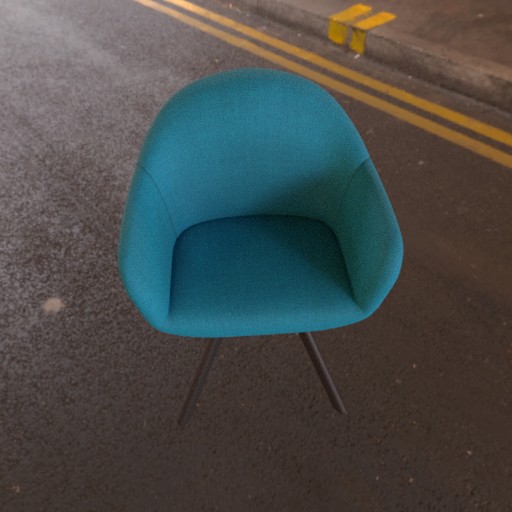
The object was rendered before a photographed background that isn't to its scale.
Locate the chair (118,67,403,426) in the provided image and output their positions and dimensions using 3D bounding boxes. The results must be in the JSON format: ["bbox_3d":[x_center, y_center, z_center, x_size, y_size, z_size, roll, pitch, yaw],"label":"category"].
[{"bbox_3d":[0.000,0.000,1.178,0.590,0.795,0.550,-3,46,-3],"label":"chair"}]
